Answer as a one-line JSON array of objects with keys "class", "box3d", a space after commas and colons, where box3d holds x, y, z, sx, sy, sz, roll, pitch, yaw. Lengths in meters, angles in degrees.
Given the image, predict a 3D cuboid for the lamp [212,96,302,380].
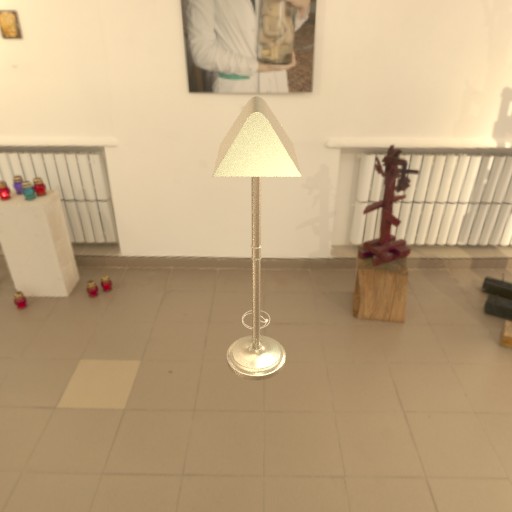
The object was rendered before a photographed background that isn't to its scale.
[{"class": "lamp", "box3d": [0.000, 0.000, 0.968, 0.159, 0.708, 0.546, 0, 30, 1]}]
